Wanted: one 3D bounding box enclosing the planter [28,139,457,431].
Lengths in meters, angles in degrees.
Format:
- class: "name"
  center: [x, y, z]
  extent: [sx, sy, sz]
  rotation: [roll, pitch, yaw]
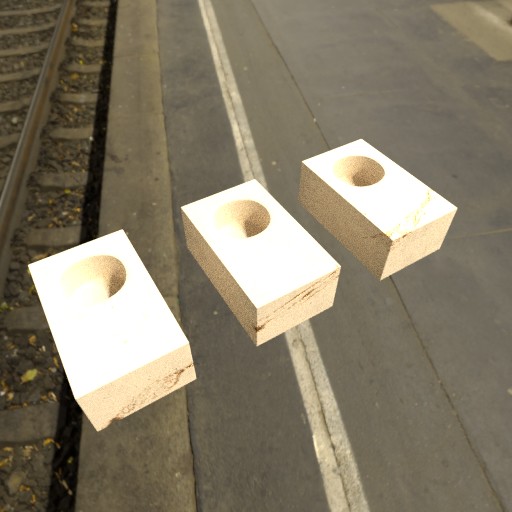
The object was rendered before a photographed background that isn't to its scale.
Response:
- class: "planter"
  center: [0.000, 0.000, 0.381]
  extent: [0.333, 0.051, 0.127]
  rotation: [-24, 52, -21]
